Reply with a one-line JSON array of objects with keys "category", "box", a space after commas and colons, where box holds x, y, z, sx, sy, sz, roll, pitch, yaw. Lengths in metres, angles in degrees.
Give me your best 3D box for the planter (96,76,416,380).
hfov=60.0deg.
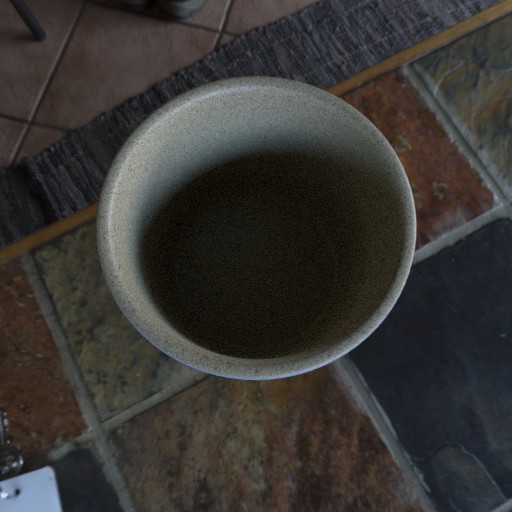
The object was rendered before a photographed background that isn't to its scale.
[{"category": "planter", "box": [0.000, 0.000, 0.426, 0.227, 0.235, 0.227, 0, 75, 0]}]
